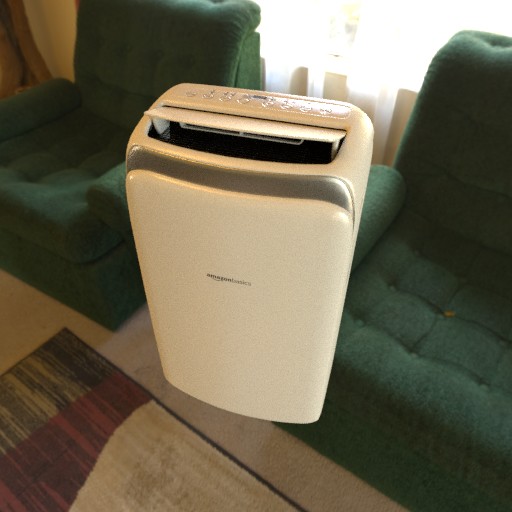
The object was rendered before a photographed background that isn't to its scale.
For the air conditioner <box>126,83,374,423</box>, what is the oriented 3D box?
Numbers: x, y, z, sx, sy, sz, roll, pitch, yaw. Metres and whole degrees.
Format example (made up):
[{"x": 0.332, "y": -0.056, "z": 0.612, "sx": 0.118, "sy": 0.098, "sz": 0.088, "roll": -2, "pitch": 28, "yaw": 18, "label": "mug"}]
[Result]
[{"x": 0.000, "y": 0.000, "z": 1.069, "sx": 0.449, "sy": 0.786, "sz": 0.414, "roll": 12, "pitch": 43, "yaw": 13, "label": "air conditioner"}]
